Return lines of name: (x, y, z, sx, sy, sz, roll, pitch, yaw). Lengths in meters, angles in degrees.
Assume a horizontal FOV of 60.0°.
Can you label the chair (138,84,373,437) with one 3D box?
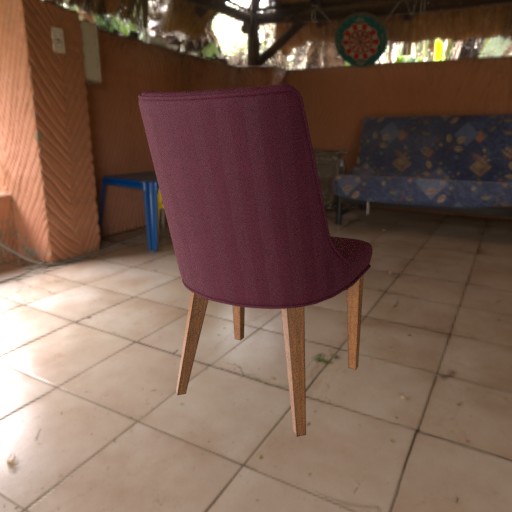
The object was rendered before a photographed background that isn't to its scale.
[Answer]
chair: (0.000, 0.000, 1.327, 0.548, 0.916, 0.638, 9, 18, 27)
